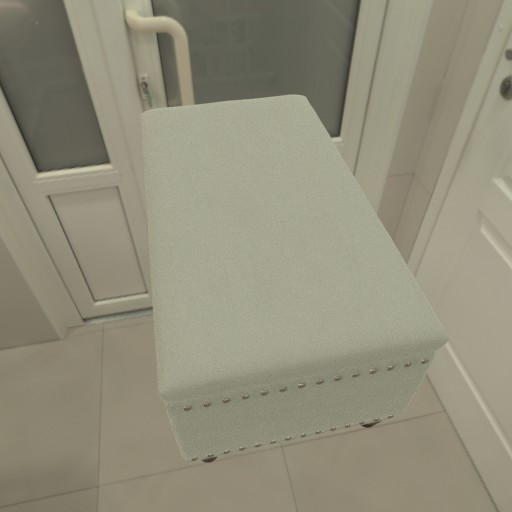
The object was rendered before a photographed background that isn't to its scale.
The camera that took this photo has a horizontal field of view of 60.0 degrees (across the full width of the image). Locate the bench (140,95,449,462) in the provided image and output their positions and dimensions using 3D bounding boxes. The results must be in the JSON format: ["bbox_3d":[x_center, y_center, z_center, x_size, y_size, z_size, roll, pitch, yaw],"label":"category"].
[{"bbox_3d":[0.000,0.000,1.161,0.500,0.449,0.887,-9,47,-8],"label":"bench"}]
